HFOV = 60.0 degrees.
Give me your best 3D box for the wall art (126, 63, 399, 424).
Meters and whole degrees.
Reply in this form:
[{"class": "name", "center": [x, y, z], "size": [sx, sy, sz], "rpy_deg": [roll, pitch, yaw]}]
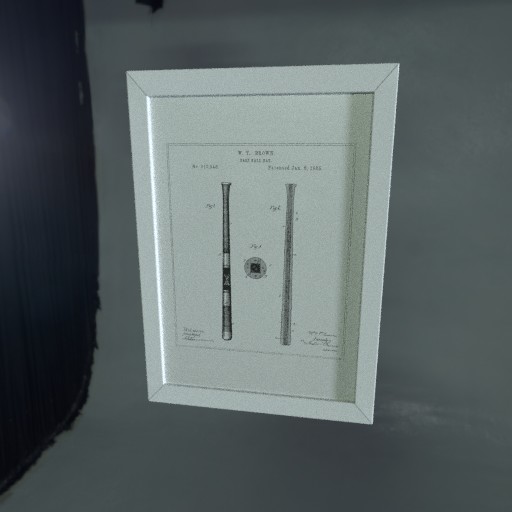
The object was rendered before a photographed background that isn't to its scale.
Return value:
[{"class": "wall art", "center": [0.000, 0.000, 0.669], "size": [0.374, 0.529, 0.012], "rpy_deg": [2, 15, 10]}]
